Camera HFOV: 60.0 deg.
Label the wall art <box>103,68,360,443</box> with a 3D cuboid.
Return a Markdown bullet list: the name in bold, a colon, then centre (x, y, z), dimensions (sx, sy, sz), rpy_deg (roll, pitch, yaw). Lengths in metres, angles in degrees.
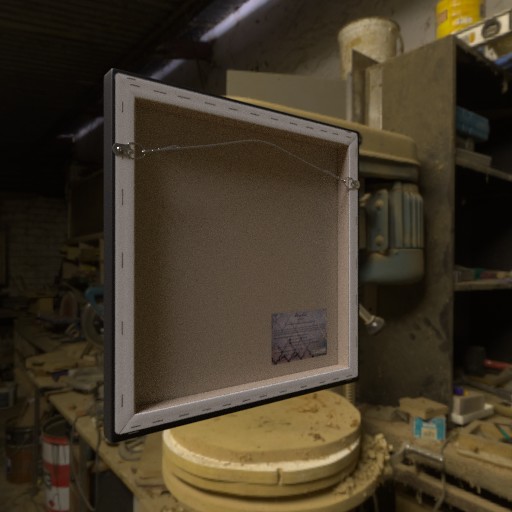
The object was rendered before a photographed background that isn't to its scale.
- **wall art**: centre (0.000, 0.000, 0.912), dimensions (0.610, 0.611, 0.043), rpy_deg (0, 0, -37)
